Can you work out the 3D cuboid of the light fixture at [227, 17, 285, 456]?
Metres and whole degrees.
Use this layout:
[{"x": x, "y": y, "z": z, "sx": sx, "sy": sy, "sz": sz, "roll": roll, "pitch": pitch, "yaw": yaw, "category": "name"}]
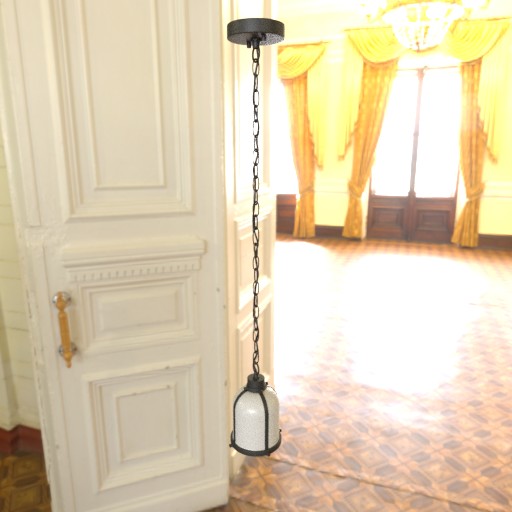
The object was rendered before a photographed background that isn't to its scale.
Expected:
[{"x": 0.000, "y": 0.000, "z": 1.245, "sx": 0.178, "sy": 1.181, "sz": 0.178, "roll": -7, "pitch": 15, "yaw": -25, "category": "light fixture"}]
